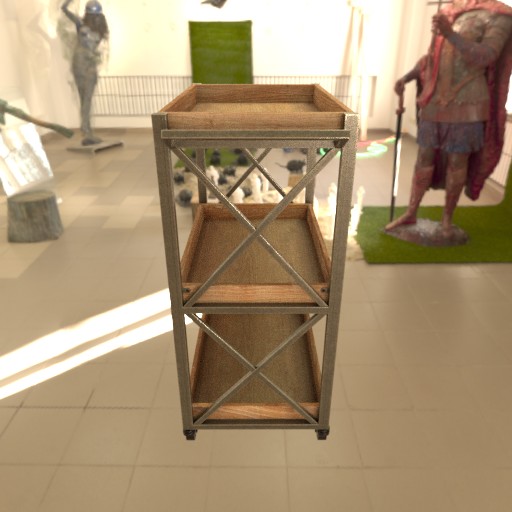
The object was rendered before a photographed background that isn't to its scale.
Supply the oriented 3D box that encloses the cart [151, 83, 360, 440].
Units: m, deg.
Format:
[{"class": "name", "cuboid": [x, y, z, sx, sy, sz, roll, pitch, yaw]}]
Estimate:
[{"class": "cart", "cuboid": [0.000, 0.000, 1.215, 0.377, 0.835, 0.673, 0, 26, 0]}]
